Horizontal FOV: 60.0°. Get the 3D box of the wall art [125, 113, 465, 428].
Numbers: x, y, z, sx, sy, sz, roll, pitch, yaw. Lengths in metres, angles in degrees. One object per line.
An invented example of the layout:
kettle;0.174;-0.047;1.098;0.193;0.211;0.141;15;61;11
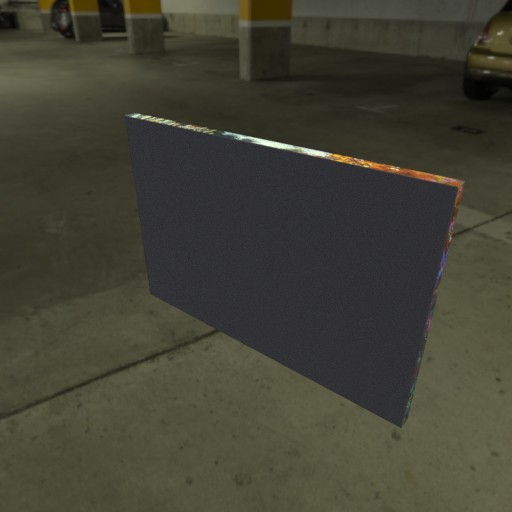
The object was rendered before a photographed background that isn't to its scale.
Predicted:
wall art;0.000;0.000;1.159;0.908;0.604;0.037;21;36;33
